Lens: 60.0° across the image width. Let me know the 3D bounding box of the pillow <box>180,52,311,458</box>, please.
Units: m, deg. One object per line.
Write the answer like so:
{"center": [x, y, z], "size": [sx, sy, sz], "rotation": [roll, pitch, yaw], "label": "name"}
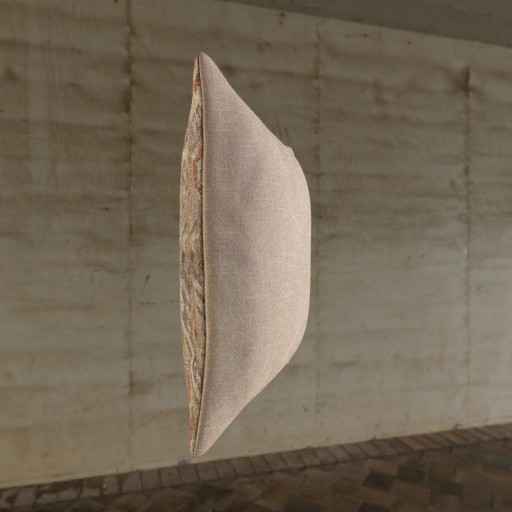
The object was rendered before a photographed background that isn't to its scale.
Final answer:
{"center": [0.000, 0.000, 0.797], "size": [0.166, 0.506, 0.523], "rotation": [0, 0, 17], "label": "pillow"}
